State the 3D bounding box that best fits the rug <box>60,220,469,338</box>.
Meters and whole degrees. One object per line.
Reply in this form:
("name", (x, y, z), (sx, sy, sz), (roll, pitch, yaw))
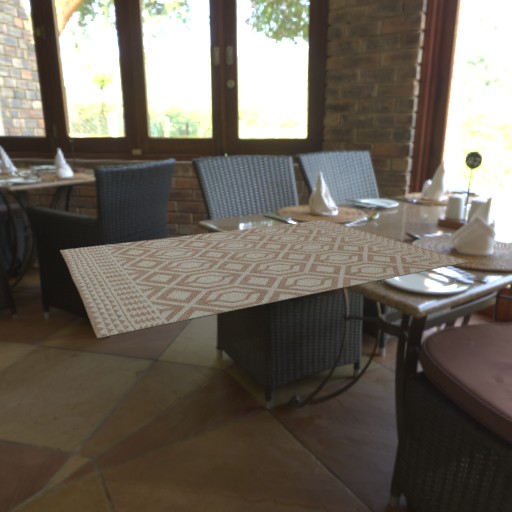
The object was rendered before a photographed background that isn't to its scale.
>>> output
("rug", (0.000, 0.000, 2.372), (1.829, 0.008, 1.219), (-8, 18, -27))
